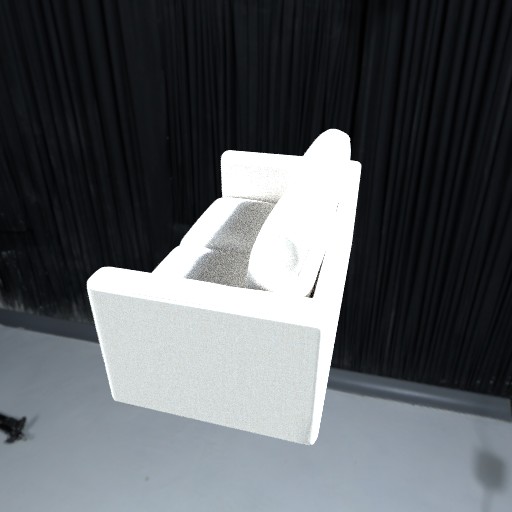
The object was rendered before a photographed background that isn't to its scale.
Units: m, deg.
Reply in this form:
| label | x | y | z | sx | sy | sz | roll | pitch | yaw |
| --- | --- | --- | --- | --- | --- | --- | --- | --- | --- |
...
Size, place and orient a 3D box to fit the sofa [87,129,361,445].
| label | x | y | z | sx | sy | sz | roll | pitch | yaw |
| --- | --- | --- | --- | --- | --- | --- | --- | --- | --- |
| sofa | 0.000 | 0.000 | 2.013 | 0.796 | 0.908 | 1.430 | 8 | 31 | 13 |
